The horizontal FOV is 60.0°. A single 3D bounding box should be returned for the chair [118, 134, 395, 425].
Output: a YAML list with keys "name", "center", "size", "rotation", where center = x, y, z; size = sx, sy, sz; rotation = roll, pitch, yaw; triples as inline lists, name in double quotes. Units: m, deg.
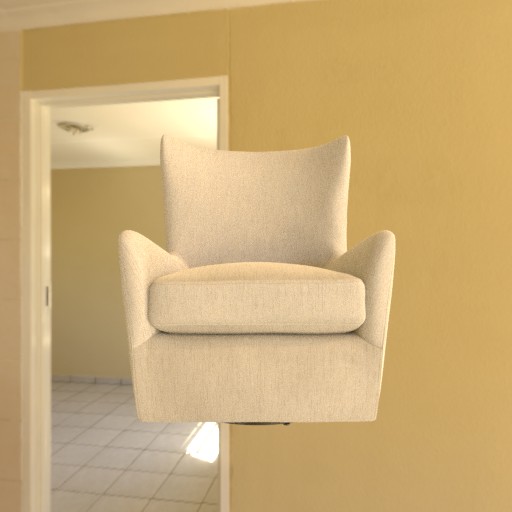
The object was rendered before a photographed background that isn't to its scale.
- name: "chair"
  center: [0.000, 0.000, 1.644]
  size: [0.779, 1.000, 0.904]
  rotation: [0, 0, 0]
